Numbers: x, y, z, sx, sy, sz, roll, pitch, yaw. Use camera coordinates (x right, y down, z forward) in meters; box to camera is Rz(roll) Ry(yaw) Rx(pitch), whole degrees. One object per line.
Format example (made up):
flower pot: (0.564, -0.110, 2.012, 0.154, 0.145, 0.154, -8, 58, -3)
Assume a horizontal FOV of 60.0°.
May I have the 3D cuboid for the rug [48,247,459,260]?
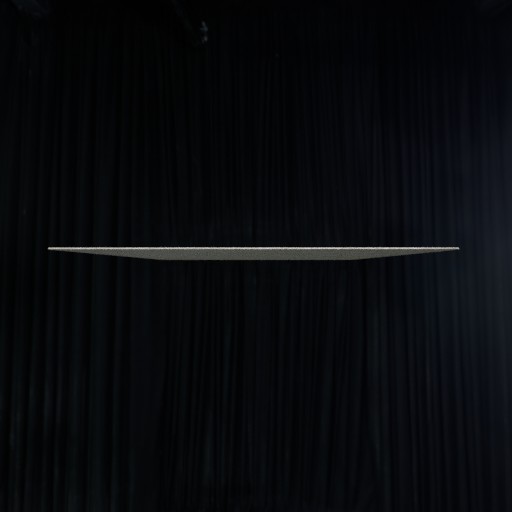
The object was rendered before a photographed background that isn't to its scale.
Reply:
rug: (0.000, 0.000, 3.909, 2.313, 0.009, 2.939, 0, -2, 0)
